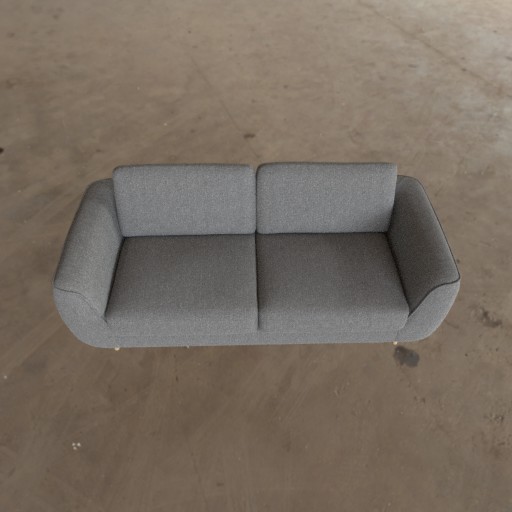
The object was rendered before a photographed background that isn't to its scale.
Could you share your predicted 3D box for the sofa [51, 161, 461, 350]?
[{"bbox_3d":[0.000,0.000,2.504,2.000,0.870,0.920,-1,47,-1],"label":"sofa"}]
